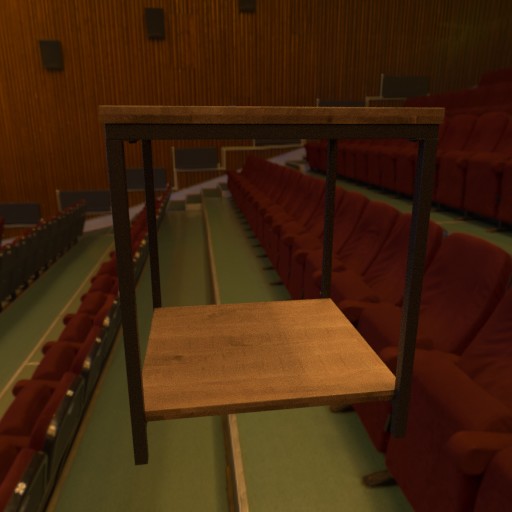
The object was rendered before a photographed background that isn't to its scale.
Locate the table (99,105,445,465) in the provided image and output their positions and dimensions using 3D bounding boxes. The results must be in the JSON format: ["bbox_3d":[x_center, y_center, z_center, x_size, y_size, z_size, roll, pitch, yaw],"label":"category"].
[{"bbox_3d":[0.000,0.000,0.956,0.503,0.589,0.507,-2,16,-8],"label":"table"}]
